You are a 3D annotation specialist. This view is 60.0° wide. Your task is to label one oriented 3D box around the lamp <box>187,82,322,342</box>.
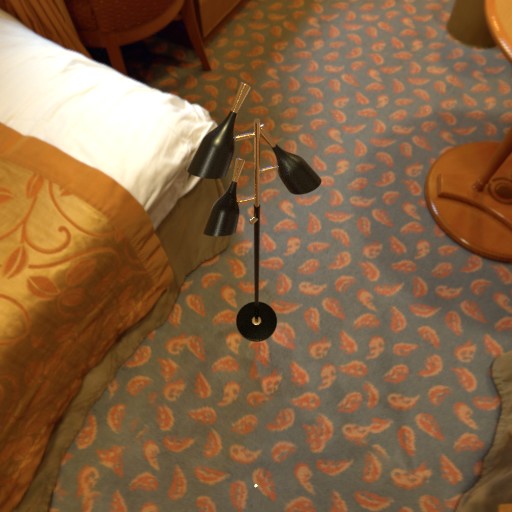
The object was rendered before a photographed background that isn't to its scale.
[{"bbox_3d":[0.000,0.000,1.949,0.434,1.778,0.253,-15,64,-8],"label":"lamp"}]
